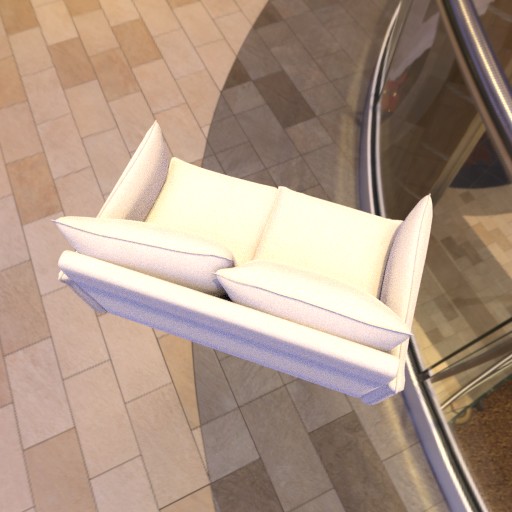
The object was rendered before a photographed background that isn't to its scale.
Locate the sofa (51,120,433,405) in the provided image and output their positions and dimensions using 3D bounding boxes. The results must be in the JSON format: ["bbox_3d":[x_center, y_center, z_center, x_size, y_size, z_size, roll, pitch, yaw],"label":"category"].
[{"bbox_3d":[0.000,0.000,1.858,1.300,0.840,0.820,17,65,8],"label":"sofa"}]
